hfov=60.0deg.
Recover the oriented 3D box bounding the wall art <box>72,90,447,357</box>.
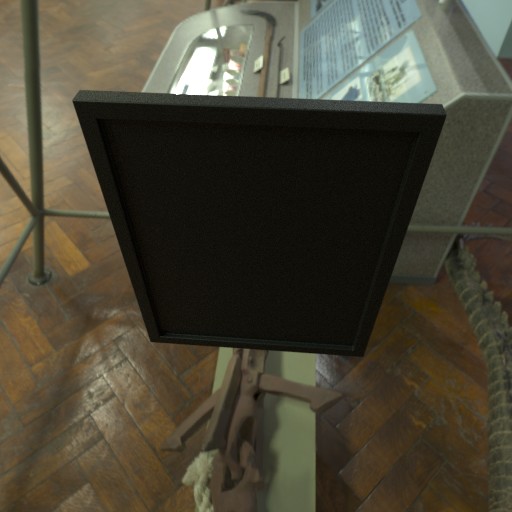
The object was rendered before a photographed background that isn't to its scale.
[{"bbox_3d":[0.000,0.000,0.751,0.457,0.559,0.028,3,47,3],"label":"wall art"}]
